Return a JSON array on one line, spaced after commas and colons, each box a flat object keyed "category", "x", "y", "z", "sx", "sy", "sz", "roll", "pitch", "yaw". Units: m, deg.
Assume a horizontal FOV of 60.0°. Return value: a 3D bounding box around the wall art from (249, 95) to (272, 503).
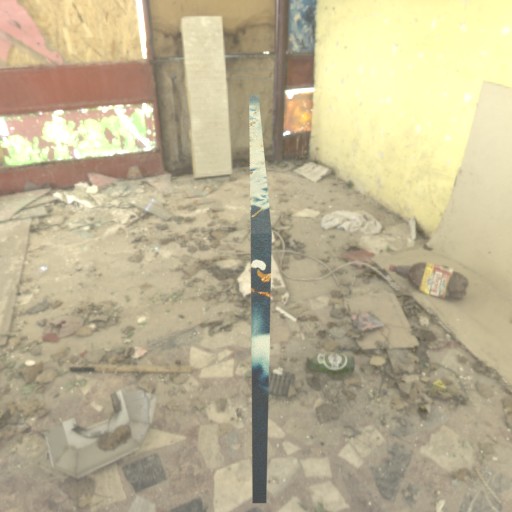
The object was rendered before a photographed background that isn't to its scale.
[{"category": "wall art", "x": 0.000, "y": 0.000, "z": 1.402, "sx": 0.035, "sy": 0.759, "sz": 1.138, "roll": 0, "pitch": 31, "yaw": -1}]
